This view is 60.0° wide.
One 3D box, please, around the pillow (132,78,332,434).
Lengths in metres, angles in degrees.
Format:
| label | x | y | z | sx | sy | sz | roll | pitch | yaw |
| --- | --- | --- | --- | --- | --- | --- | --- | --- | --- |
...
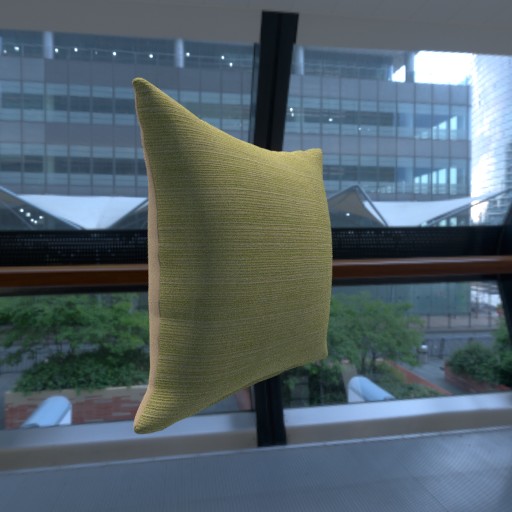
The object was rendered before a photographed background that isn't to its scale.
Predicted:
| label | x | y | z | sx | sy | sz | roll | pitch | yaw |
| --- | --- | --- | --- | --- | --- | --- | --- | --- | --- |
| pillow | 0.000 | 0.000 | 0.815 | 0.229 | 0.487 | 0.560 | 0 | 1 | 35 |
